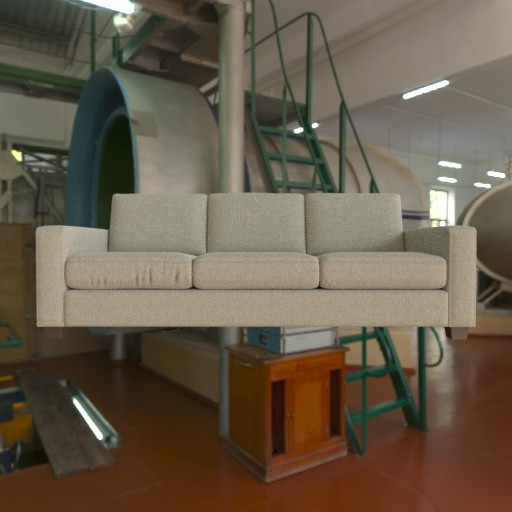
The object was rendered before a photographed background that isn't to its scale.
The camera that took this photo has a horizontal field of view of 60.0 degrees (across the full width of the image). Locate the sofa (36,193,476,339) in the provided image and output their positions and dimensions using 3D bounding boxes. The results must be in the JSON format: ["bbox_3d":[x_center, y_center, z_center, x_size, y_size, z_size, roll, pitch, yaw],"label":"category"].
[{"bbox_3d":[0.000,0.000,2.591,2.160,0.800,0.900,0,1,0],"label":"sofa"}]
